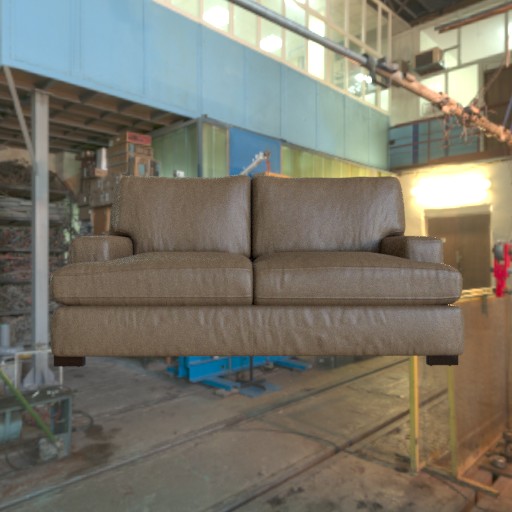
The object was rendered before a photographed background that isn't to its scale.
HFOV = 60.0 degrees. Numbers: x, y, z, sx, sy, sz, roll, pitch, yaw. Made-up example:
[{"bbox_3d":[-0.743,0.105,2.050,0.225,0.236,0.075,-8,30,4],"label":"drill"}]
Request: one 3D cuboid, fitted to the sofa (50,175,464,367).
[{"bbox_3d":[0.000,0.000,2.381,1.855,0.980,0.962,0,0,-1],"label":"sofa"}]
